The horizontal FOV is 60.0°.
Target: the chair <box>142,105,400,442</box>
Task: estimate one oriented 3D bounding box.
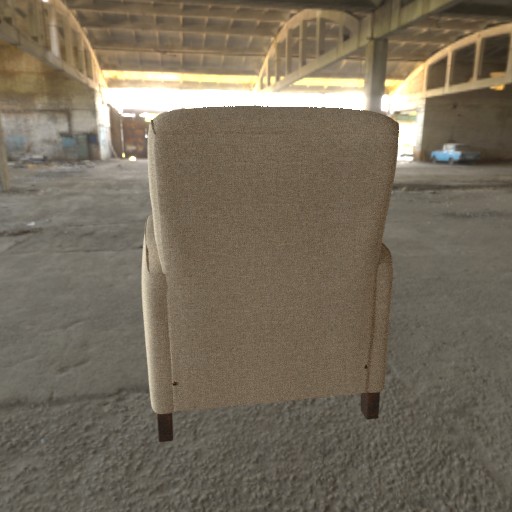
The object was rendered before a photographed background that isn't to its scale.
[{"bbox_3d":[0.000,0.000,1.674,0.841,1.028,0.858,-3,15,-10],"label":"chair"}]
